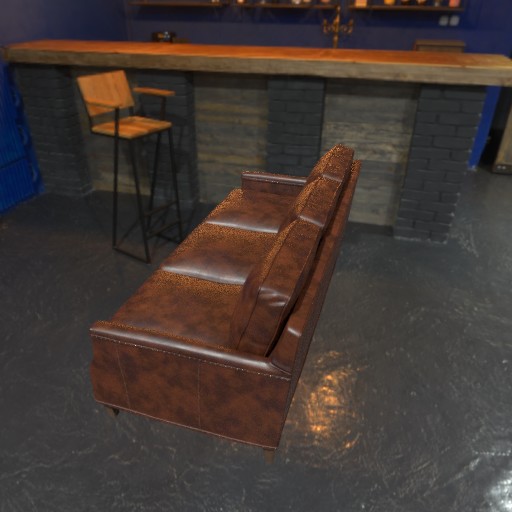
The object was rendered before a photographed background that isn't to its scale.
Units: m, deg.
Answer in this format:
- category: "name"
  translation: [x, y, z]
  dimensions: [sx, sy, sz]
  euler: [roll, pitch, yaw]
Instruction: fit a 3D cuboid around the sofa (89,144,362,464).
- category: "sofa"
  translation: [0.000, 0.000, 2.902]
  dimensions: [1.084, 1.003, 2.240]
  euler: [9, 32, 15]
